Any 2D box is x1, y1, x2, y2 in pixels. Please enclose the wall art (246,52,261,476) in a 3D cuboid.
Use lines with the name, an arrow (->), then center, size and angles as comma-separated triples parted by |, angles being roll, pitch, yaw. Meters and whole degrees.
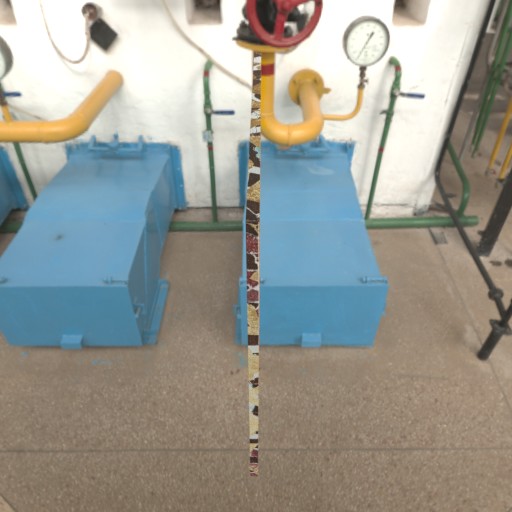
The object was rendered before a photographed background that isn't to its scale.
wall art -> 0.000, 0.000, 0.598 | 0.010, 0.406, 0.404 | 0, 40, 1
